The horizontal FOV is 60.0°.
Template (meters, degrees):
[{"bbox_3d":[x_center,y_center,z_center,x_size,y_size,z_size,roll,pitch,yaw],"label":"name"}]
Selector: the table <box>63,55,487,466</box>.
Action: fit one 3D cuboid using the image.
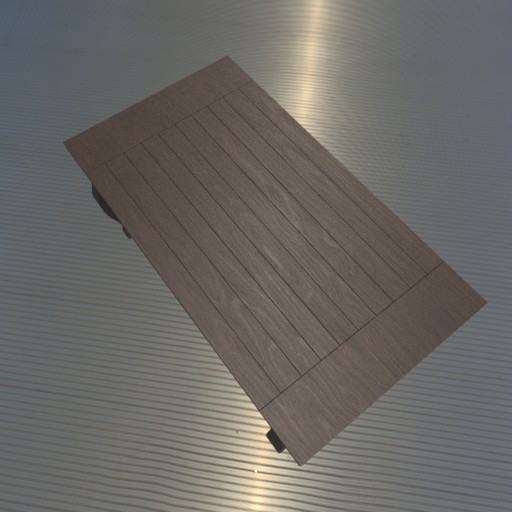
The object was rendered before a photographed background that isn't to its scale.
[{"bbox_3d":[0.000,0.000,1.390,0.600,0.494,1.062,-35,69,-15],"label":"table"}]
